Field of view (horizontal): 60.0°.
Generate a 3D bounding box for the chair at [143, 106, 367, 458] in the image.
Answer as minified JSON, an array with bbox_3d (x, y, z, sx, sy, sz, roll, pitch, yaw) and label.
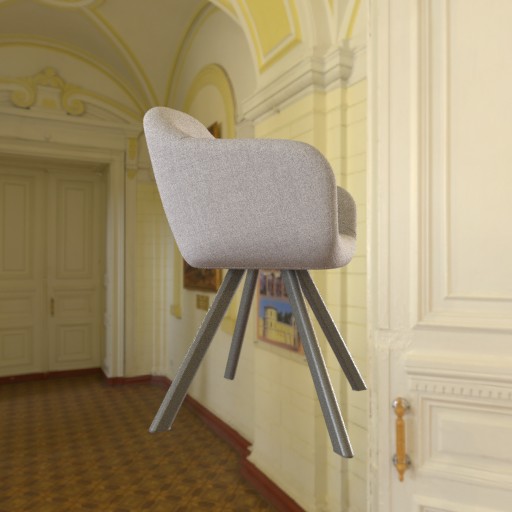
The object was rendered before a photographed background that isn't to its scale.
[{"bbox_3d":[0.000,0.000,1.183,0.550,0.795,0.590,0,0,17],"label":"chair"}]
